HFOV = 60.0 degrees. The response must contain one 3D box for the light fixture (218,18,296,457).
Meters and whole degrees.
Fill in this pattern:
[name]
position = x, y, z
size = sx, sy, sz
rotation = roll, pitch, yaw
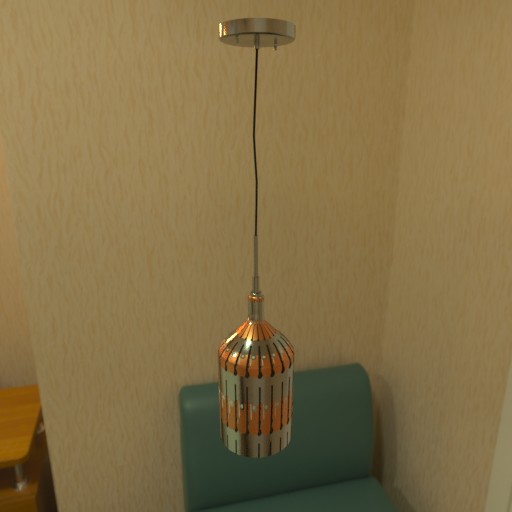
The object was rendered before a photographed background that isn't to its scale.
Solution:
[light fixture]
position = 0.000, 0.000, 1.640
size = 0.303, 1.535, 0.303
rotation = 0, 16, 0
